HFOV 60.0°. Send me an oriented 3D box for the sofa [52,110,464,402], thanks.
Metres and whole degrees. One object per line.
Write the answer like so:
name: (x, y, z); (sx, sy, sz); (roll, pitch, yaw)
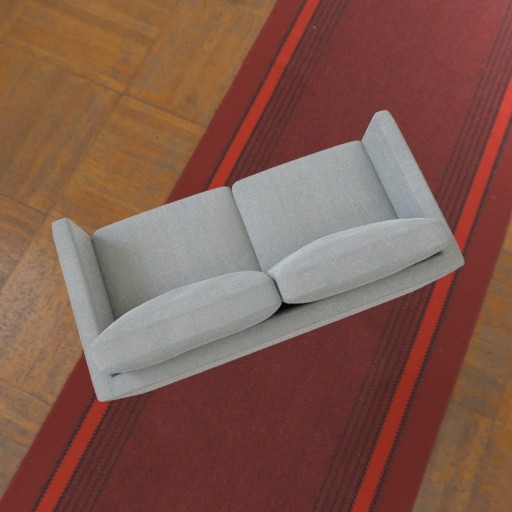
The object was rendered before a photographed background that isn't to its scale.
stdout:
sofa: (0.000, 0.000, 2.450); (1.884, 0.963, 0.950); (-20, 77, -5)
